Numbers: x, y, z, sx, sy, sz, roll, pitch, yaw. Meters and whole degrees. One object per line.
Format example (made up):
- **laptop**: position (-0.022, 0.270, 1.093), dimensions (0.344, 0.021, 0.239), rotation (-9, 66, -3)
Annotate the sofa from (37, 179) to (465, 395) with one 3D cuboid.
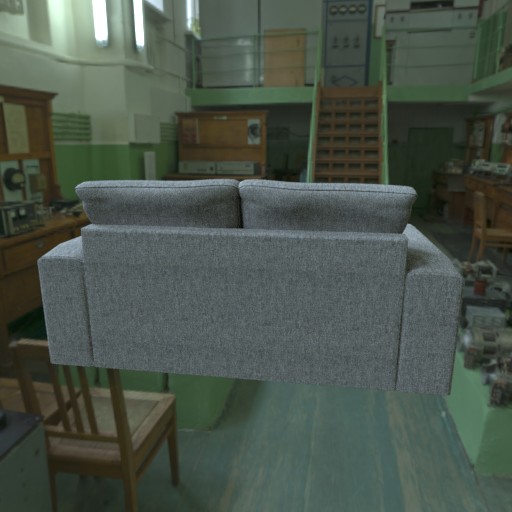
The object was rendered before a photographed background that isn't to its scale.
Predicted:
- **sofa**: position (0.000, 0.000, 2.335), dimensions (1.758, 0.877, 1.094), rotation (2, 15, 8)
